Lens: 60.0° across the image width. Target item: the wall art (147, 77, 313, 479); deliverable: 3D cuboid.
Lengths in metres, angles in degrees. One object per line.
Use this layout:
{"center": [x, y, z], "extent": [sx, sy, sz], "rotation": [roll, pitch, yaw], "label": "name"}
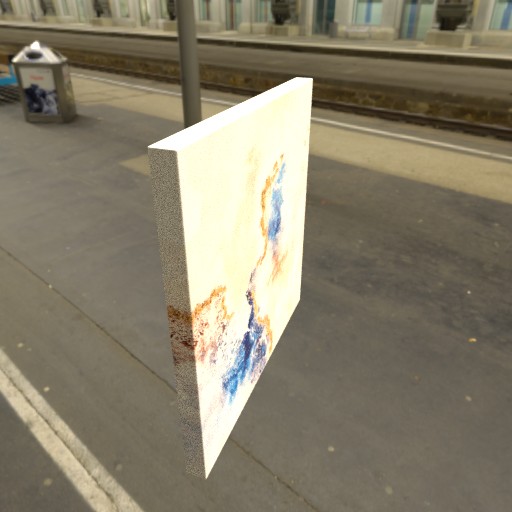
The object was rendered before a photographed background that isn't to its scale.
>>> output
{"center": [0.000, 0.000, 1.588], "extent": [0.071, 1.061, 1.061], "rotation": [11, 31, 18], "label": "wall art"}
